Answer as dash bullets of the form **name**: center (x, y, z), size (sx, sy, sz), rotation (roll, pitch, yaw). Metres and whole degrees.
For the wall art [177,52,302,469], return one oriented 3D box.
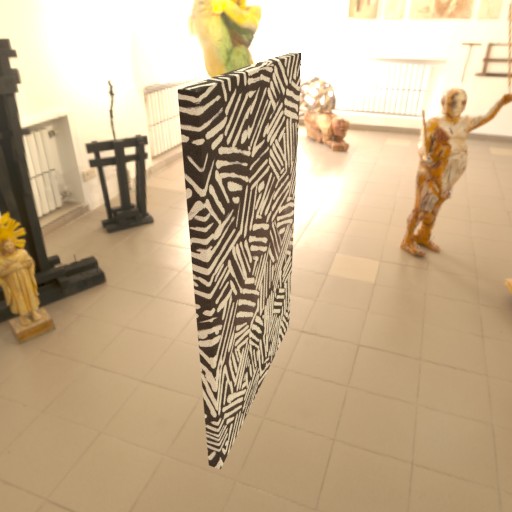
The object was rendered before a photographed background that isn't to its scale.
- **wall art**: center (0.000, 0.000, 1.154), size (0.035, 0.918, 0.615), rotation (10, 31, 17)
